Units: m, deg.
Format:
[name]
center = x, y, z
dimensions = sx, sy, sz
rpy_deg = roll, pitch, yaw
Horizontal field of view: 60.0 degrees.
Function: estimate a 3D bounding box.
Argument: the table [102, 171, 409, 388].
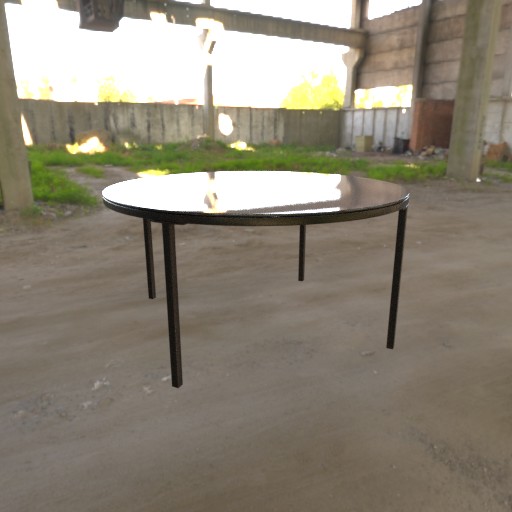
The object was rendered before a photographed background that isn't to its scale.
[table]
center = 0.000, 0.000, 1.270
dimensions = 0.800, 0.400, 0.800
rpy_deg = 0, 16, 0
